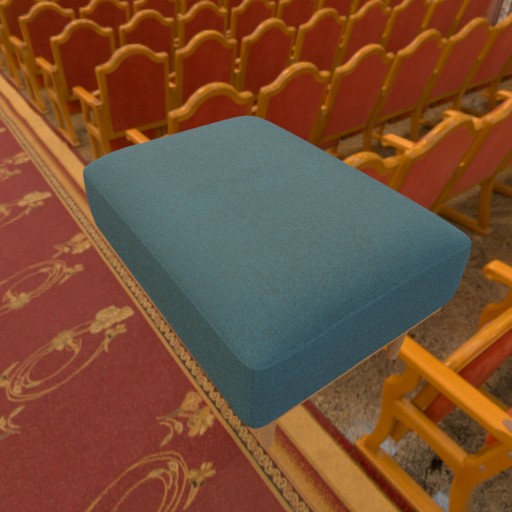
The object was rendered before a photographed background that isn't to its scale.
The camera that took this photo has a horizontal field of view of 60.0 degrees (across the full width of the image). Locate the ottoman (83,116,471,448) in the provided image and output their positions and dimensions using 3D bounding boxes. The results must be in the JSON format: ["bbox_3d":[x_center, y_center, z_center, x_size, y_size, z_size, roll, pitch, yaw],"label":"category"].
[{"bbox_3d":[0.000,0.000,1.063,0.549,0.428,0.749,-25,46,-26],"label":"ottoman"}]
